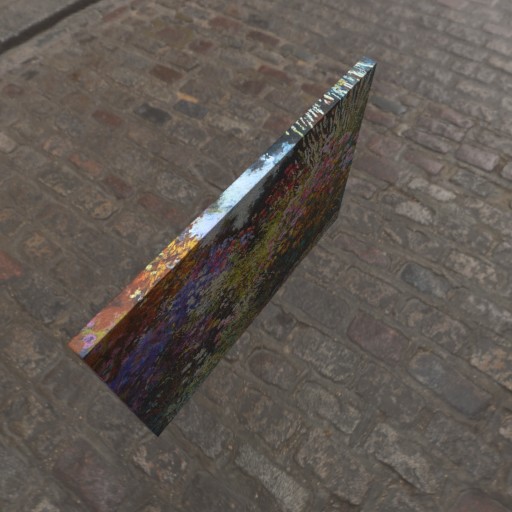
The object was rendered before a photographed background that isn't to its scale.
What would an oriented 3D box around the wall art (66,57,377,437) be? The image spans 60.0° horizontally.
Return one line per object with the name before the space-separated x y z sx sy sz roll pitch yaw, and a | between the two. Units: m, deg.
wall art | 0.000 0.000 1.115 0.037 0.604 0.908 32 63 19
